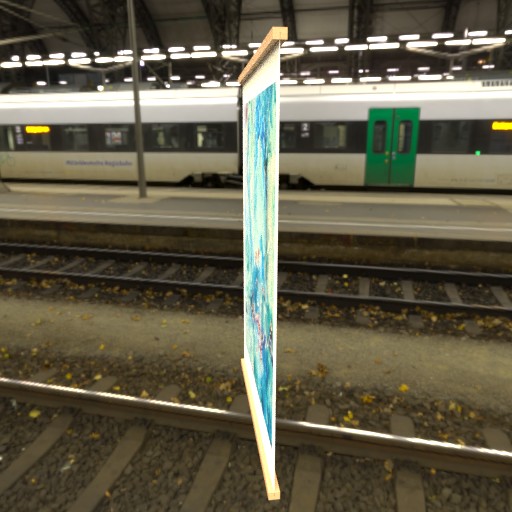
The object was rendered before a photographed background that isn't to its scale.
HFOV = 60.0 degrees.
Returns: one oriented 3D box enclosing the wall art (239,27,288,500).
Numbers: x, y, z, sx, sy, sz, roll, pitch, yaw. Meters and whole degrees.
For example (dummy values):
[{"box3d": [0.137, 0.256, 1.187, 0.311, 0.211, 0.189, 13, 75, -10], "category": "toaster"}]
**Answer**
[{"box3d": [0.000, 0.000, 1.243, 0.027, 1.020, 0.669, -2, 15, -7], "category": "wall art"}]
